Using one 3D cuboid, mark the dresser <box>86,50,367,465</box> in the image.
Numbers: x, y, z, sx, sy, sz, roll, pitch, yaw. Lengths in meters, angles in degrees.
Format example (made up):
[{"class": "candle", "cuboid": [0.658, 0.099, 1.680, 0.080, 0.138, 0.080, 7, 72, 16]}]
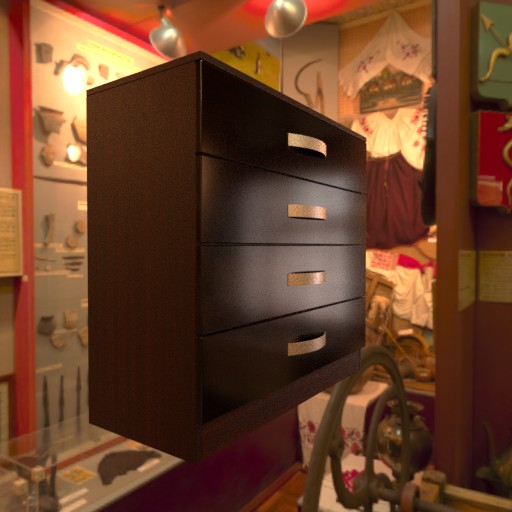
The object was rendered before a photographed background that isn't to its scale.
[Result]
[{"class": "dresser", "cuboid": [0.000, 0.000, 1.157, 0.360, 0.720, 0.750, 1, 2, 35]}]
